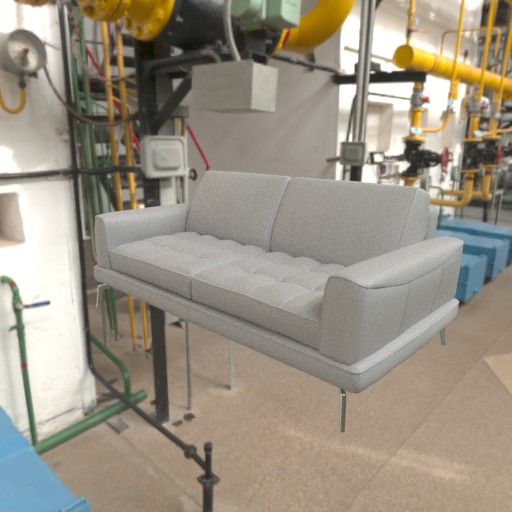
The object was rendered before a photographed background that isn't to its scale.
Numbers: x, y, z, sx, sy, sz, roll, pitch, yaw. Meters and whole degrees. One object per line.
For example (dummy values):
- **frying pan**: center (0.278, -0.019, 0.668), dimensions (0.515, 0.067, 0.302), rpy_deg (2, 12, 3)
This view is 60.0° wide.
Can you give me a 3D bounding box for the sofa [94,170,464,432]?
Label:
- **sofa**: center (0.000, 0.000, 2.743), dimensions (2.177, 0.930, 1.121), rpy_deg (14, 20, 42)
